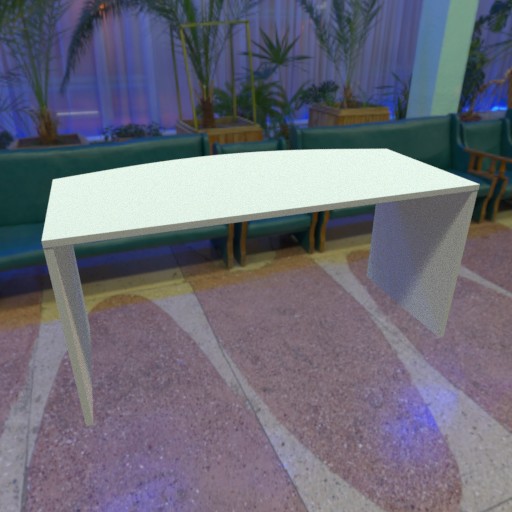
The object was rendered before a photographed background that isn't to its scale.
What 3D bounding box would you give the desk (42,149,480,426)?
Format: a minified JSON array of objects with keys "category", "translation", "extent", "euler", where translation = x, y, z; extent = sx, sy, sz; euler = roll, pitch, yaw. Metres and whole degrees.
[{"category":"desk","translation":[0.000,0.000,2.026],"extent":[1.600,0.750,0.802],"euler":[-9,28,-17]}]
